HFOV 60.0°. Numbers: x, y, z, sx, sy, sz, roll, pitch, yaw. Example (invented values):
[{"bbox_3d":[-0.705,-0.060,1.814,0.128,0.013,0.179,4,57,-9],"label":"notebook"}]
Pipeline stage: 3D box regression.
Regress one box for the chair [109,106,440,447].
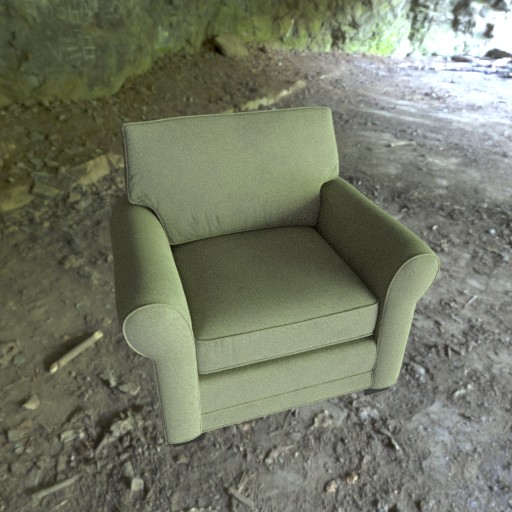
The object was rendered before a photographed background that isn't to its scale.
[{"bbox_3d":[0.000,0.000,1.881,1.147,1.044,0.939,-10,33,-15],"label":"chair"}]
